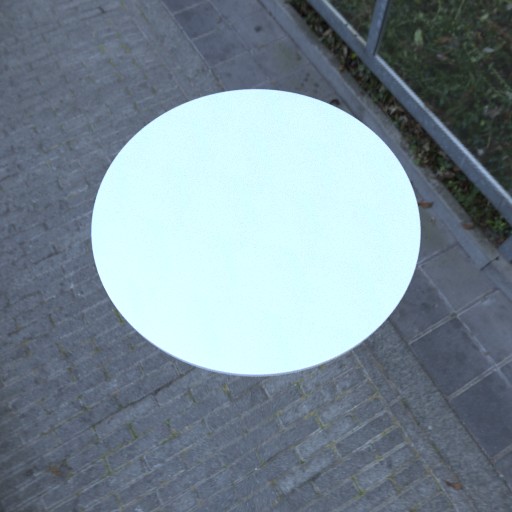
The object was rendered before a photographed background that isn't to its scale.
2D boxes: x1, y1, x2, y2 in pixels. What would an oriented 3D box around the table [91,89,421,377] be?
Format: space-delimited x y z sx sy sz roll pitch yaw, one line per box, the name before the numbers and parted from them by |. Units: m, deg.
table | 0.000 0.000 0.997 0.600 0.400 0.600 0 64 0
